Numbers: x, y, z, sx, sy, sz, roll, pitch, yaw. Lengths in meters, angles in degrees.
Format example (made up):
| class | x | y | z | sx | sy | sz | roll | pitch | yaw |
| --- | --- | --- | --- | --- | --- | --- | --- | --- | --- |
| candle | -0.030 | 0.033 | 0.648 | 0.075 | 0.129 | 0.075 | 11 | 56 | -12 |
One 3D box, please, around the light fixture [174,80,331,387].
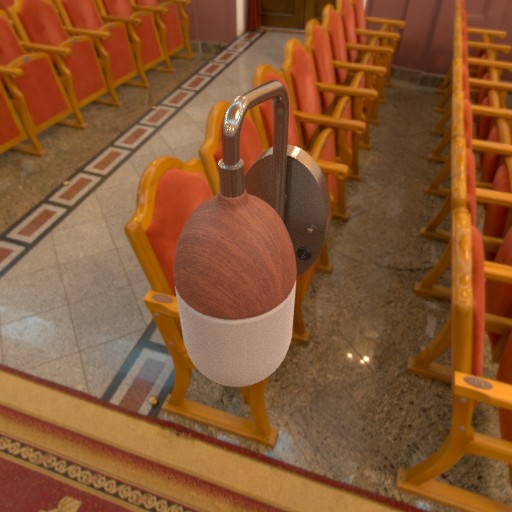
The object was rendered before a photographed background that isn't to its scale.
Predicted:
| class | x | y | z | sx | sy | sz | roll | pitch | yaw |
| --- | --- | --- | --- | --- | --- | --- | --- | --- | --- |
| light fixture | 0.000 | 0.000 | 0.443 | 0.108 | 0.343 | 0.216 | 13 | 42 | 15 |
